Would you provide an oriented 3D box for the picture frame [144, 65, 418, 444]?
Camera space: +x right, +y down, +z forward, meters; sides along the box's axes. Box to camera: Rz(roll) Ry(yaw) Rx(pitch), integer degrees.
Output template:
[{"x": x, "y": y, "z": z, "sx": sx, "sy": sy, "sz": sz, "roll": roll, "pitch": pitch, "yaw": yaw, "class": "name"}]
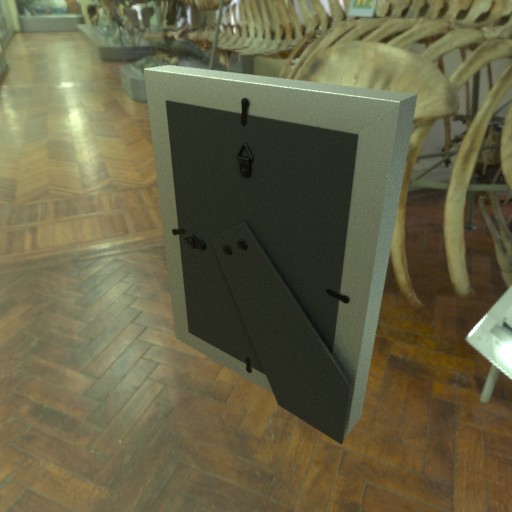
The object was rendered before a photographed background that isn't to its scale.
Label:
[{"x": 0.000, "y": 0.000, "z": 0.278, "sx": 0.157, "sy": 0.208, "sz": 0.028, "roll": 21, "pitch": 36, "yaw": 32, "class": "picture frame"}]
